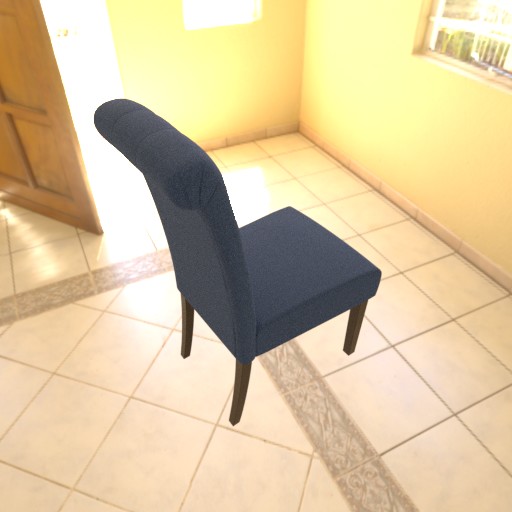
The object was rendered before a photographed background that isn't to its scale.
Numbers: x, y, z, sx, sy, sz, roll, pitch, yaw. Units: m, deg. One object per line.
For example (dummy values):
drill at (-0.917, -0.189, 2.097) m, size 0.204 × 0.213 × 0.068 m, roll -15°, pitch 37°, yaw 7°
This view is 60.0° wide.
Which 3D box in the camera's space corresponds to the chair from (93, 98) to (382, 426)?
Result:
chair at (0.000, 0.000, 1.353) m, size 0.671 × 1.006 × 0.456 m, roll -25°, pitch 46°, yaw -27°
